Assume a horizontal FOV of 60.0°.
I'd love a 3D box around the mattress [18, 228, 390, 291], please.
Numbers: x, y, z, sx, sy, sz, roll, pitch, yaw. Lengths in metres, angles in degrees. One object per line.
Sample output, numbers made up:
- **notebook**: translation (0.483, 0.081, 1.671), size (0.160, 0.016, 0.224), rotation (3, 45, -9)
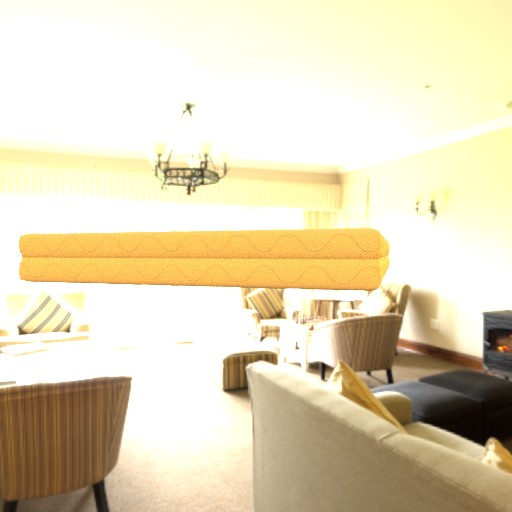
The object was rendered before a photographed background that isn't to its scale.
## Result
- **mattress**: translation (0.000, 0.000, 2.465), size (1.400, 0.200, 1.900), rotation (0, 1, 18)
